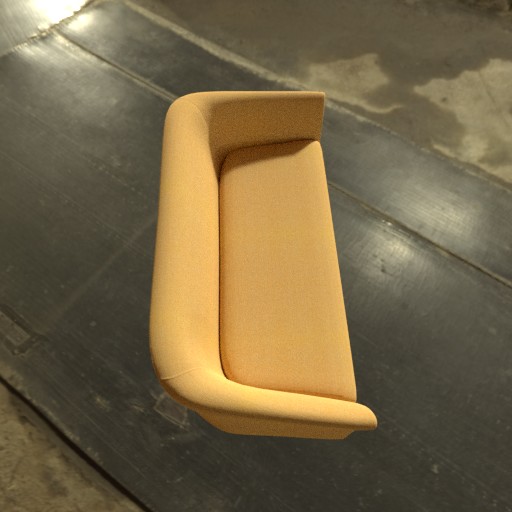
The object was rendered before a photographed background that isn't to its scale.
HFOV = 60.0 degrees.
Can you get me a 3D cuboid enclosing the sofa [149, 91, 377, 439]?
[{"bbox_3d":[0.000,0.000,1.878,0.705,0.721,1.452,-2,62,-1],"label":"sofa"}]
